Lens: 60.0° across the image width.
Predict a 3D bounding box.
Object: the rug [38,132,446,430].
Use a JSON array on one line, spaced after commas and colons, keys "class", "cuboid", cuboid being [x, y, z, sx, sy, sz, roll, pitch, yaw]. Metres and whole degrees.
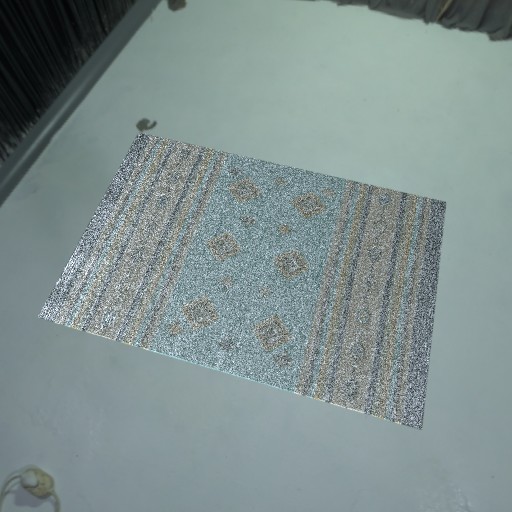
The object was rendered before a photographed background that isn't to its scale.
[{"class": "rug", "cuboid": [0.000, 0.000, 2.266, 1.811, 0.010, 1.212, 14, 63, 7]}]
